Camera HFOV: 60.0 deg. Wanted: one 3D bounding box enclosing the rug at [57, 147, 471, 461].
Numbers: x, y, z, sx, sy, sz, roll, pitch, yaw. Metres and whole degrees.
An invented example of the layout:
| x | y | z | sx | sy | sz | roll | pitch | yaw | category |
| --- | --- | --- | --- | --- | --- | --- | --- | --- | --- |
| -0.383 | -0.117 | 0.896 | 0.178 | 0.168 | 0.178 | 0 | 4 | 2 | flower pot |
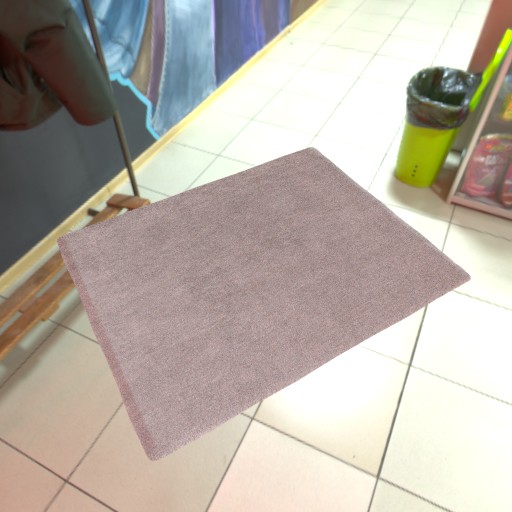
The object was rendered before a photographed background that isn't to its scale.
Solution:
| x | y | z | sx | sy | sz | roll | pitch | yaw | category |
| --- | --- | --- | --- | --- | --- | --- | --- | --- | --- |
| 0.000 | 0.000 | 3.907 | 2.933 | 0.027 | 2.332 | -24 | 51 | -21 | rug |
